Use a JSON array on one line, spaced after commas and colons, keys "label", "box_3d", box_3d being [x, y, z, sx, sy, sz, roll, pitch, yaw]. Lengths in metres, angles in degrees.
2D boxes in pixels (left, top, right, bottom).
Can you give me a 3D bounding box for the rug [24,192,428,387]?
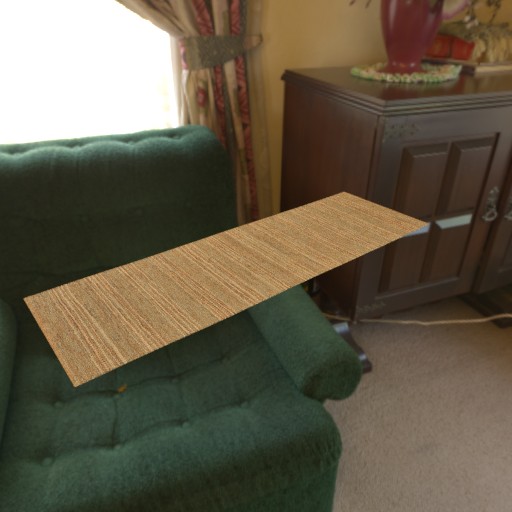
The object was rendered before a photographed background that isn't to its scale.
[{"label": "rug", "box_3d": [0.000, 0.000, 2.677, 2.438, 0.006, 0.783, -21, 36, -33]}]
